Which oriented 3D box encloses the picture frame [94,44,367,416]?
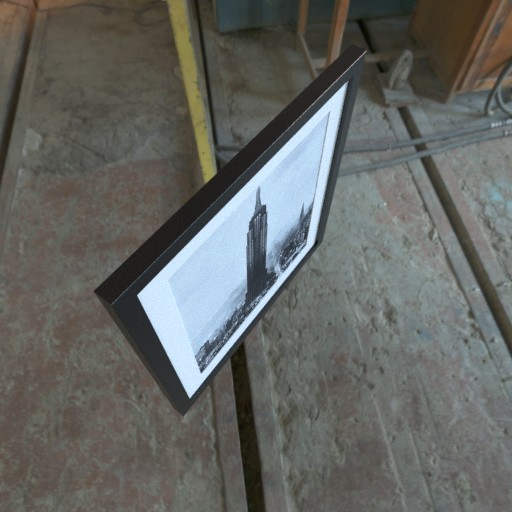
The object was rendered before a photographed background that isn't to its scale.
[{"bbox_3d":[0.000,0.000,0.834,0.029,0.557,0.559,32,64,18],"label":"picture frame"}]
